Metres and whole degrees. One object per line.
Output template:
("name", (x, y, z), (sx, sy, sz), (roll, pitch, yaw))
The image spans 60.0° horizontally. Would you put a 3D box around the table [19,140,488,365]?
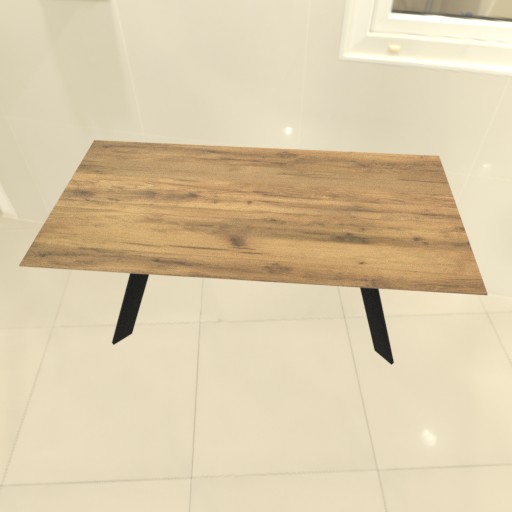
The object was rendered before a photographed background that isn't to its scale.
("table", (0.000, 0.000, 2.505), (2.000, 0.770, 1.000), (3, 47, 3))
